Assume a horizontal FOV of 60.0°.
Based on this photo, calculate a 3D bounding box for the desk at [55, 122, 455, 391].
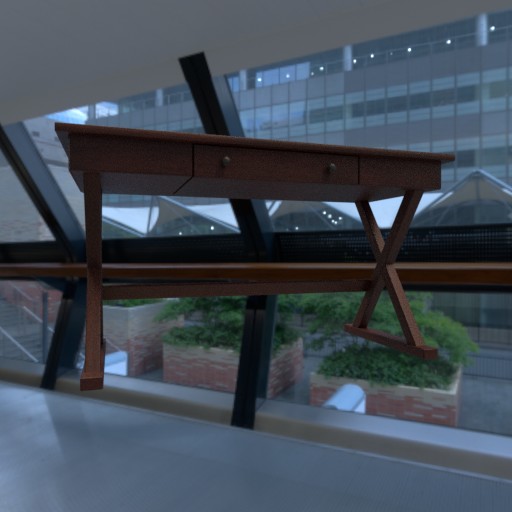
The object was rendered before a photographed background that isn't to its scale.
[{"bbox_3d":[0.000,0.000,1.733,1.372,0.761,0.600,0,1,-18],"label":"desk"}]
